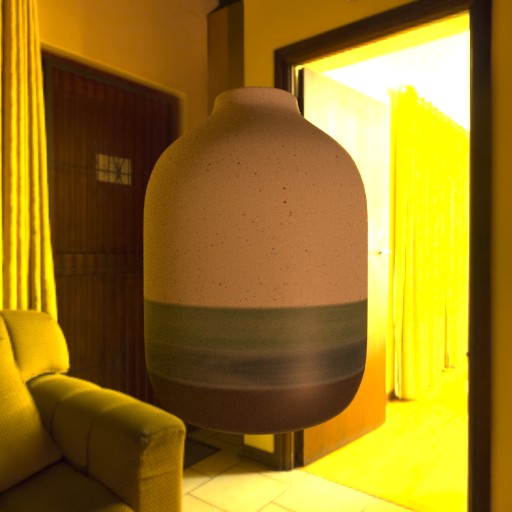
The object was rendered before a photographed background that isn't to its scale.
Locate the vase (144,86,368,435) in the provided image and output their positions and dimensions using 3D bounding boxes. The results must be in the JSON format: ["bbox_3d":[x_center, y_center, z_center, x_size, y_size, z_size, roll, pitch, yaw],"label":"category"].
[{"bbox_3d":[0.000,0.000,0.345,0.169,0.240,0.169,0,1,0],"label":"vase"}]
